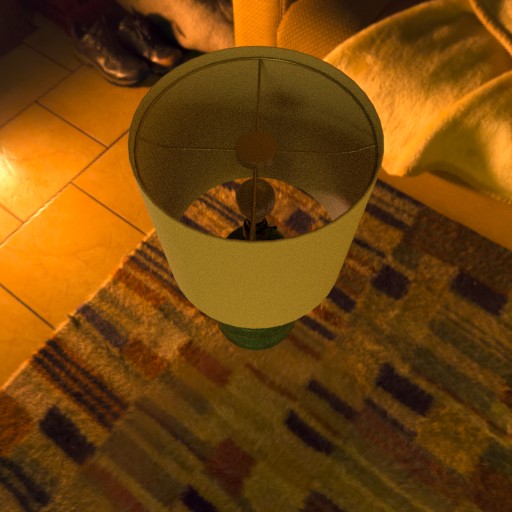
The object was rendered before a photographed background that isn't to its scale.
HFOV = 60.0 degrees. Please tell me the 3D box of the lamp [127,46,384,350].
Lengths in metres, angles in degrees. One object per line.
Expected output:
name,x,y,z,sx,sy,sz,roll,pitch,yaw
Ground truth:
lamp,0.000,0.000,0.569,0.211,0.455,0.211,14,64,7
